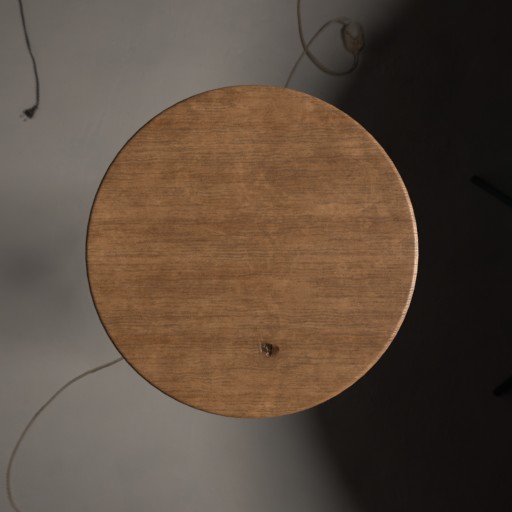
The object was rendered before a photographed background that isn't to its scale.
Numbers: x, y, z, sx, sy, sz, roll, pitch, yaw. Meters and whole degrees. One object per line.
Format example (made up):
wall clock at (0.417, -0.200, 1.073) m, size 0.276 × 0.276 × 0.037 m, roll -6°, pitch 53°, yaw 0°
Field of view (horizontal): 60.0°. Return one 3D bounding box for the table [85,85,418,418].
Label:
table at (0.000, 0.000, 0.795) m, size 0.432 × 0.460 × 0.432 m, roll 0°, pitch 88°, yaw 2°
